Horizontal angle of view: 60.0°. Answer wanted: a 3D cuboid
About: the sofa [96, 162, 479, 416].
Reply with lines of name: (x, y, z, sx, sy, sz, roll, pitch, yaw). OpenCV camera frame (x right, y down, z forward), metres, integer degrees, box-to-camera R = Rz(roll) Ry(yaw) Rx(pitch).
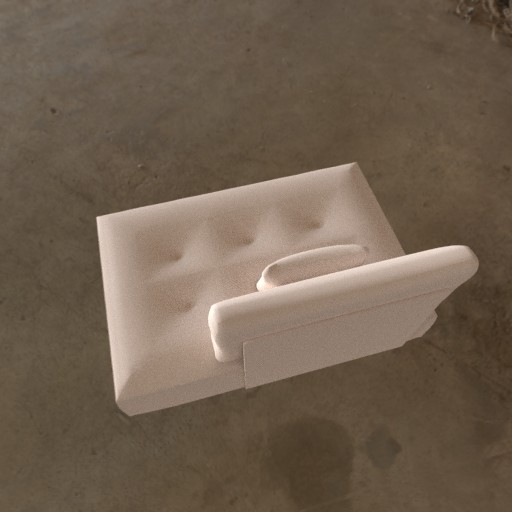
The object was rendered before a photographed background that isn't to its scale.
sofa: (0.000, 0.000, 2.065, 1.450, 0.820, 1.000, -13, 60, -8)
